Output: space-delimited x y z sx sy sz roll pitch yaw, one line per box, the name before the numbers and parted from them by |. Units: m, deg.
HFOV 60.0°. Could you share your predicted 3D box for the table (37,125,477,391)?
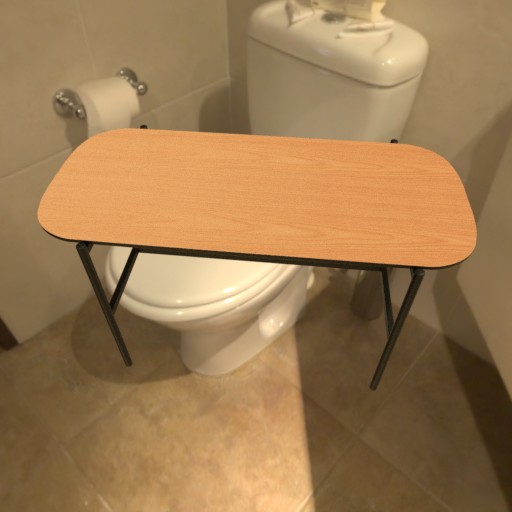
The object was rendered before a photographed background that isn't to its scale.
table | 0.000 0.000 1.006 0.800 0.400 0.400 4 47 4
